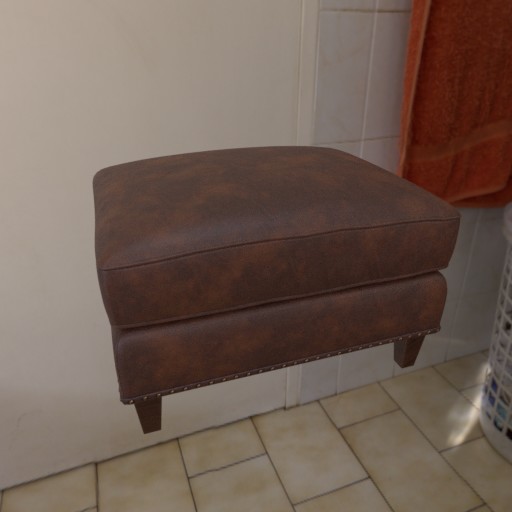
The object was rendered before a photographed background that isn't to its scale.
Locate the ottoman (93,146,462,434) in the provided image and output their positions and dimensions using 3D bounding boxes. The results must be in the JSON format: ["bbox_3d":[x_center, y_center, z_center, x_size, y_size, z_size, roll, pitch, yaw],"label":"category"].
[{"bbox_3d":[0.000,0.000,1.134,0.742,0.486,0.586,-9,28,-17],"label":"ottoman"}]
